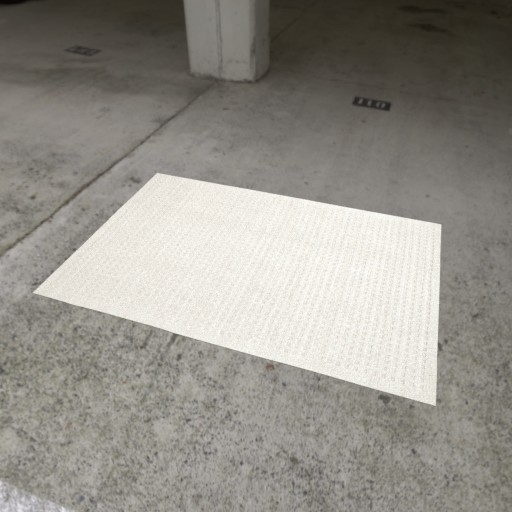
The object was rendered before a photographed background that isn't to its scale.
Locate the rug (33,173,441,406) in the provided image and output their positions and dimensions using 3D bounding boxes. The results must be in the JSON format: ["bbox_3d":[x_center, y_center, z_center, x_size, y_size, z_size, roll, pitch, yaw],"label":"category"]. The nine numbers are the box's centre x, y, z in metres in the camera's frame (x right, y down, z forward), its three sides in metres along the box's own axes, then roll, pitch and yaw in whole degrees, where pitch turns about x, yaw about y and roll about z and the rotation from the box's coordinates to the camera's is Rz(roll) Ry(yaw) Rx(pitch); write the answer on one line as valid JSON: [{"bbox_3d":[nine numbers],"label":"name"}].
[{"bbox_3d":[0.000,0.000,2.899,2.289,0.006,1.523,12,41,14],"label":"rug"}]
